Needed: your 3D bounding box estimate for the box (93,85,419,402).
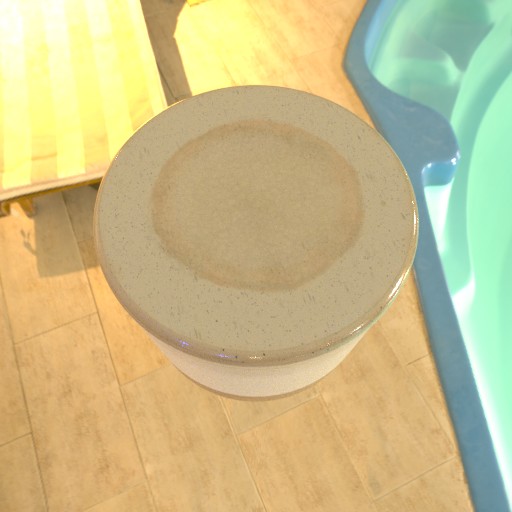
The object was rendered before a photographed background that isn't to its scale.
[{"bbox_3d":[0.000,0.000,0.262,0.154,0.123,0.154,0,64,0],"label":"box"}]
